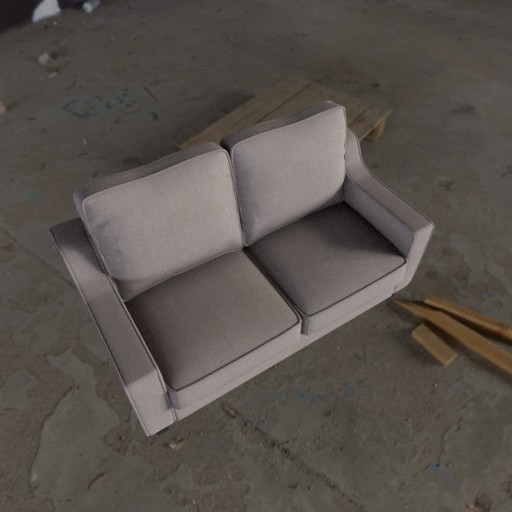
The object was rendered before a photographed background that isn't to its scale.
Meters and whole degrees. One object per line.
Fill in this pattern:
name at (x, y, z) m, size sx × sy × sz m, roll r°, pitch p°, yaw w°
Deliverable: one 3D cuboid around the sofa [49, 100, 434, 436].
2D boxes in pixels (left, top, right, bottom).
sofa at (0.000, 0.000, 2.030) m, size 1.500 × 0.948 × 0.791 m, roll -25°, pitch 53°, yaw -21°
